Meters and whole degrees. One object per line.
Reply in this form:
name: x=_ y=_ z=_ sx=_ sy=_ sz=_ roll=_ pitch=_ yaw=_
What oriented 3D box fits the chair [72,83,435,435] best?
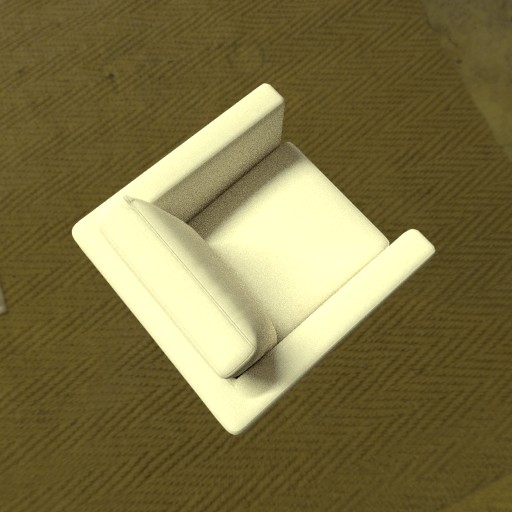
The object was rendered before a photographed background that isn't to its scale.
chair: x=0.000 y=0.000 z=1.613 sx=0.879 sy=0.899 sz=0.831 roll=-40 pitch=78 yaw=-10
